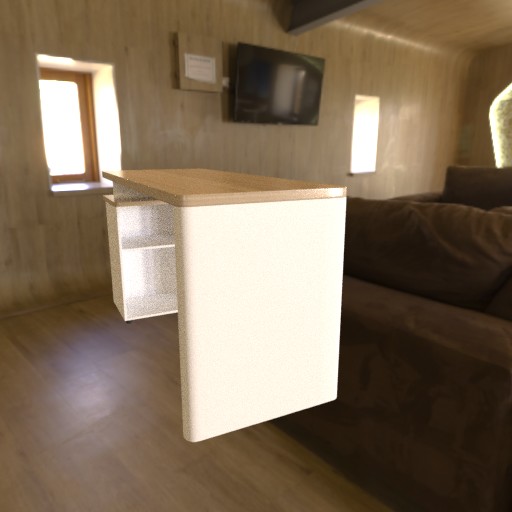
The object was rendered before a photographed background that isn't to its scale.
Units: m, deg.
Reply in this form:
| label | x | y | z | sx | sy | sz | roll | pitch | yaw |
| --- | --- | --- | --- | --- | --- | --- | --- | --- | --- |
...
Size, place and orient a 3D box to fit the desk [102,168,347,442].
| label | x | y | z | sx | sy | sz | roll | pitch | yaw |
| --- | --- | --- | --- | --- | --- | --- | --- | --- | --- |
| desk | 0.000 | 0.000 | 2.137 | 1.175 | 0.770 | 1.400 | -7 | 15 | -26 |
